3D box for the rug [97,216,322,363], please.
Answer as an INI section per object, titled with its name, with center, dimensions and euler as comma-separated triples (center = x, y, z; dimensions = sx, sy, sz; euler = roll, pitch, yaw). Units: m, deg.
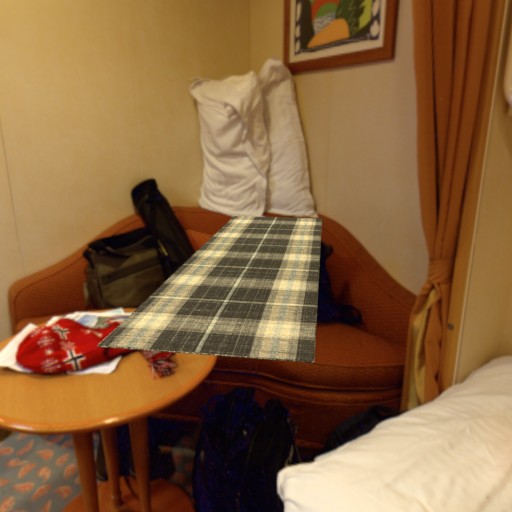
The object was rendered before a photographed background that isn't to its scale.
[rug]
center = 0.000, 0.000, 2.652
dimensions = 0.760, 0.012, 2.434
euler = 2, 16, 8
